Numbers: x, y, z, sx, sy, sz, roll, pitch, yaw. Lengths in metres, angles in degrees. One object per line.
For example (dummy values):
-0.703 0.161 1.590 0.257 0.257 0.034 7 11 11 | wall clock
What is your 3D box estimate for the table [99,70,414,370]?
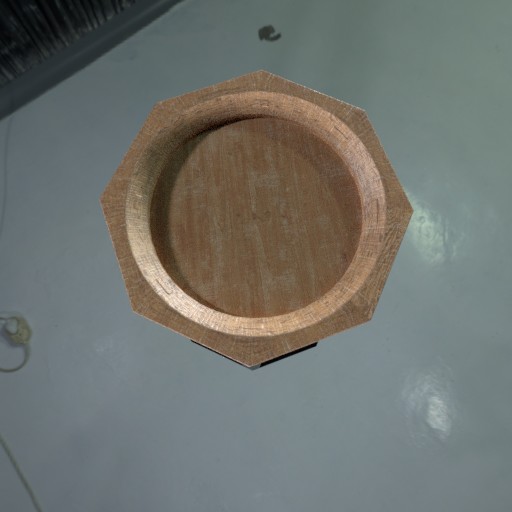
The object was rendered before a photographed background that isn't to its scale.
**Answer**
0.000 0.000 0.881 0.437 0.553 0.437 -42 79 -10 | table
